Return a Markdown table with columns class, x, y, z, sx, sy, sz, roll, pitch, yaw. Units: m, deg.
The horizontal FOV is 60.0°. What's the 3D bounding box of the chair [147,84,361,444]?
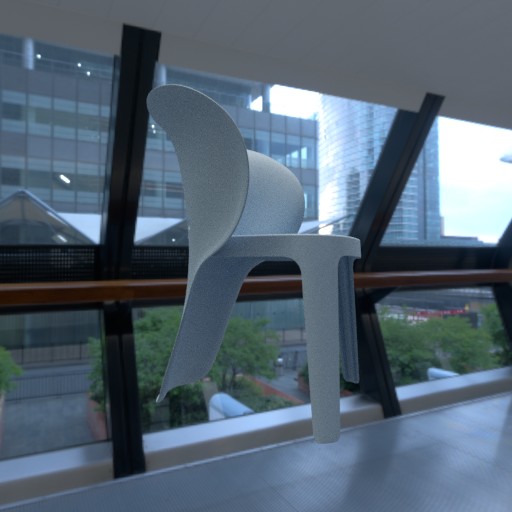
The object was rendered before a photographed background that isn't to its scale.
| class | x | y | z | sx | sy | sz | roll | pitch | yaw |
| --- | --- | --- | --- | --- | --- | --- | --- | --- | --- |
| chair | 0.000 | 0.000 | 0.871 | 0.402 | 0.554 | 0.451 | -1 | -2 | 18 |
